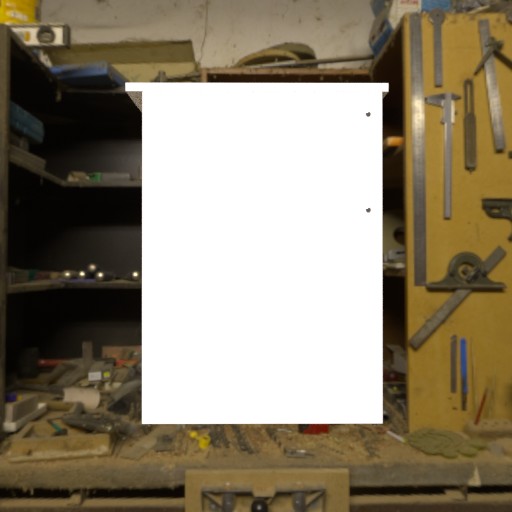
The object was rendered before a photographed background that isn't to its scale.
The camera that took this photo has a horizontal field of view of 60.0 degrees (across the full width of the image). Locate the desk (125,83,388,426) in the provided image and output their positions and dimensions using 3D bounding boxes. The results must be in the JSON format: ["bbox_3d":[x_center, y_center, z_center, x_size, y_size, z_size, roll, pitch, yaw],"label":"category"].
[{"bbox_3d":[0.000,0.000,1.488,0.560,0.730,1.096,0,0,0],"label":"desk"}]
